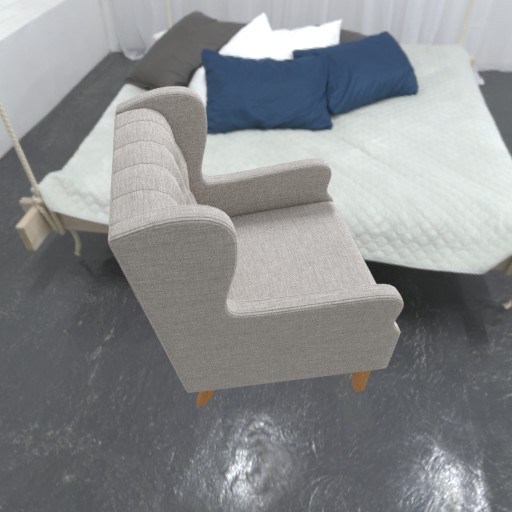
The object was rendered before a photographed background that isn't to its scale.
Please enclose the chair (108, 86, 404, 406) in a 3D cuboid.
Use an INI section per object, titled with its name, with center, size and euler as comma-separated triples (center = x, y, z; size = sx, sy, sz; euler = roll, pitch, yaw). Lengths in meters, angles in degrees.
[chair]
center = 0.000, 0.000, 1.490
size = 0.760, 0.930, 0.710
euler = -8, 46, -8
